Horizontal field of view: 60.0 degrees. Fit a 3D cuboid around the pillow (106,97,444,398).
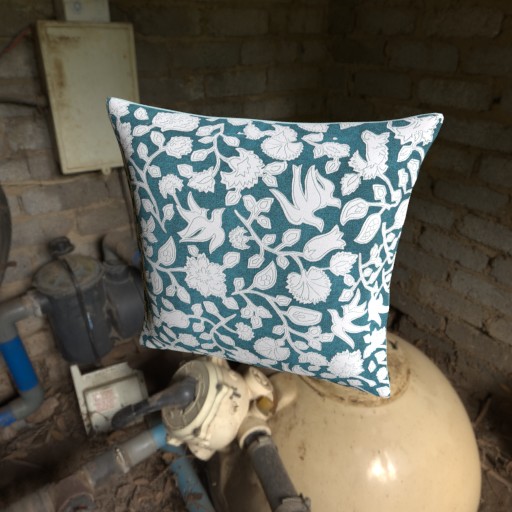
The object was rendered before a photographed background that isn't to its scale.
[{"bbox_3d":[0.000,0.000,0.777,0.525,0.508,0.166,8,29,15],"label":"pillow"}]
